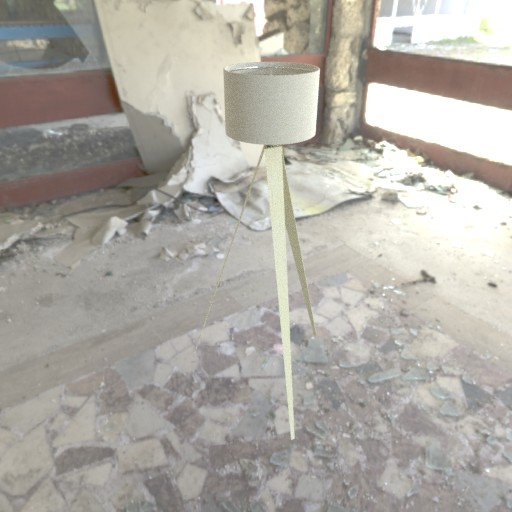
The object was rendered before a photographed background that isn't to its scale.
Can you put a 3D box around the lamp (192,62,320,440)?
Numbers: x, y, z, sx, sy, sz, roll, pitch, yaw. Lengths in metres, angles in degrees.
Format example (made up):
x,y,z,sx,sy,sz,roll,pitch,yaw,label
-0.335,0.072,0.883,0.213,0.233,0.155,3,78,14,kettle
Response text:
x,y,z,sx,sy,sz,roll,pitch,yaw,label
0.000,0.000,1.952,0.716,1.524,0.724,0,31,1,lamp
